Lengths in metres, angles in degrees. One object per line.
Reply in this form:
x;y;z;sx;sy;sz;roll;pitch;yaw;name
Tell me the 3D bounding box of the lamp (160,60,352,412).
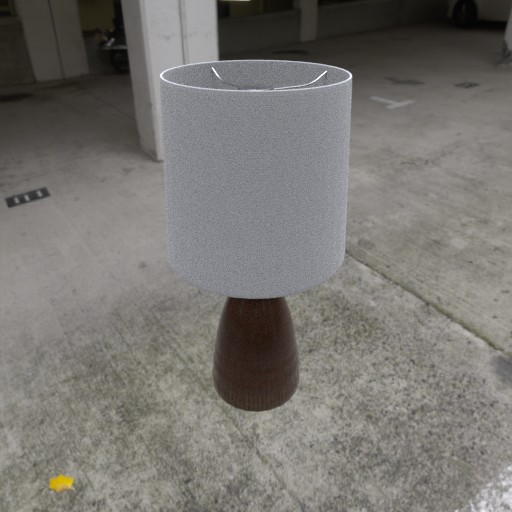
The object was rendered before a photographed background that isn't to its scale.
0.000;0.000;0.478;0.186;0.369;0.186;0;31;0;lamp
